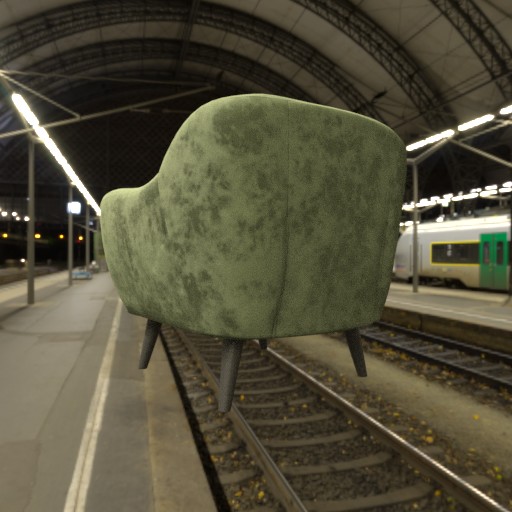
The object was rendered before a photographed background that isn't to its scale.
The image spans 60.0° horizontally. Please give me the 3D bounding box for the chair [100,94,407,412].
[{"bbox_3d":[0.000,0.000,1.500,0.840,0.804,0.819,0,0,-37],"label":"chair"}]
